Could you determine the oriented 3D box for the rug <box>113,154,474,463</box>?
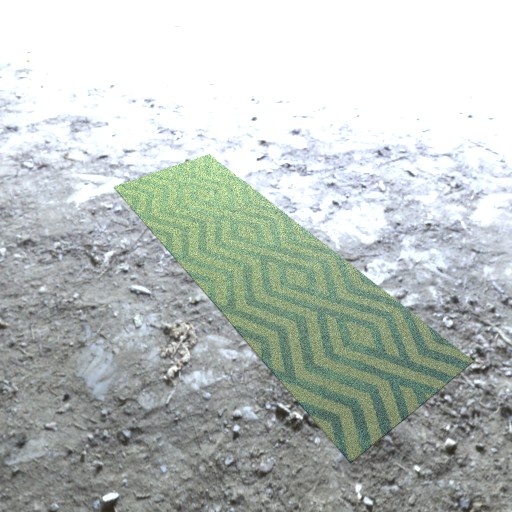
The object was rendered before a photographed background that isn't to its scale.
[{"bbox_3d":[0.000,0.000,1.634,0.503,0.007,1.492,-26,48,-26],"label":"rug"}]
